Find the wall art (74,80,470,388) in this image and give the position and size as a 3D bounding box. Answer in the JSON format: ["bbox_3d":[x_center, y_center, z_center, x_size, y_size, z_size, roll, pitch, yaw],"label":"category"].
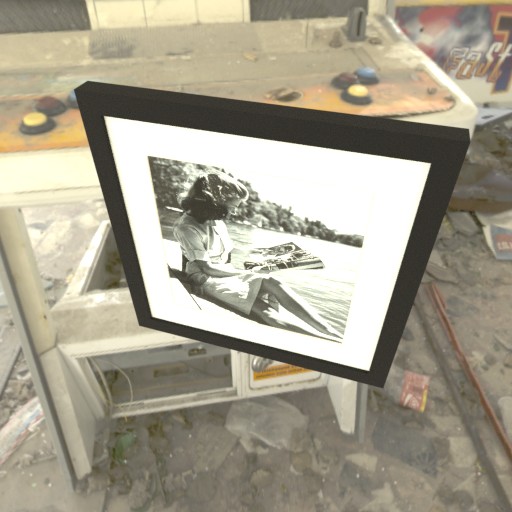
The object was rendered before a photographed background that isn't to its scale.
[{"bbox_3d":[0.000,0.000,0.662,0.462,0.458,0.030,12,43,13],"label":"wall art"}]
